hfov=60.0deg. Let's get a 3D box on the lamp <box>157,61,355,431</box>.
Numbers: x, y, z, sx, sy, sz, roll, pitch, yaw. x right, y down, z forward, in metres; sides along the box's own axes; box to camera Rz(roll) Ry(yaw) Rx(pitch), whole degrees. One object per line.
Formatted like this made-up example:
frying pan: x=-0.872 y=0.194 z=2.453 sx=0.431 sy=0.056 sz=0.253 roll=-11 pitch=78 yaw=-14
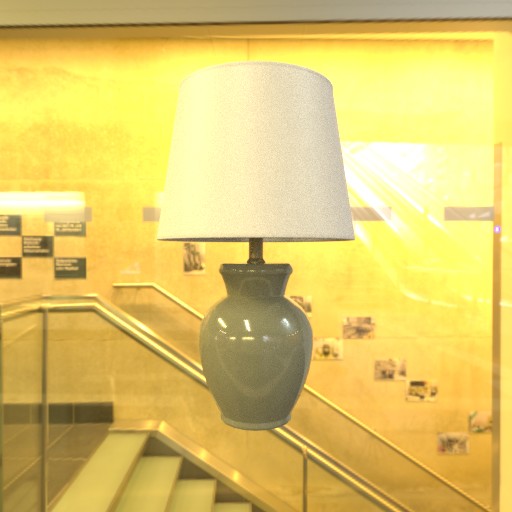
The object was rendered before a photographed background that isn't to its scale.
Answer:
lamp: x=0.000 y=0.000 z=0.547 sx=0.239 sy=0.399 sz=0.239 roll=0 pitch=1 yaw=0
